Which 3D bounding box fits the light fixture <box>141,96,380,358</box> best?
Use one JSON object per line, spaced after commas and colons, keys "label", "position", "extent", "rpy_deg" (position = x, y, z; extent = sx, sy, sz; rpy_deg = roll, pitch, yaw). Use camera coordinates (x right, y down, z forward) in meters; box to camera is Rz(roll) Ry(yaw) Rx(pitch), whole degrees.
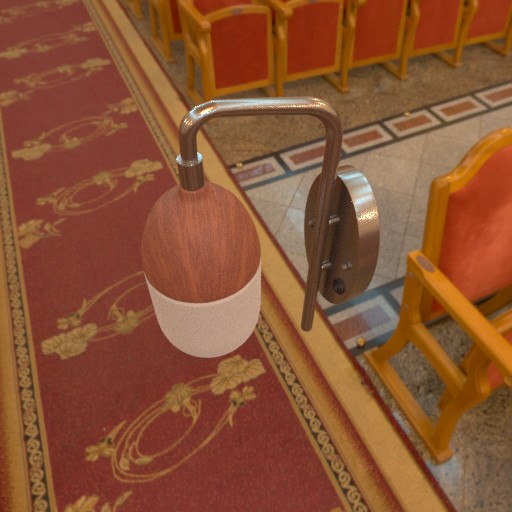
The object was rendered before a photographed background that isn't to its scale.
{"label": "light fixture", "position": [0.000, 0.000, 0.439], "extent": [0.216, 0.343, 0.108], "rpy_deg": [-18, 50, -16]}
